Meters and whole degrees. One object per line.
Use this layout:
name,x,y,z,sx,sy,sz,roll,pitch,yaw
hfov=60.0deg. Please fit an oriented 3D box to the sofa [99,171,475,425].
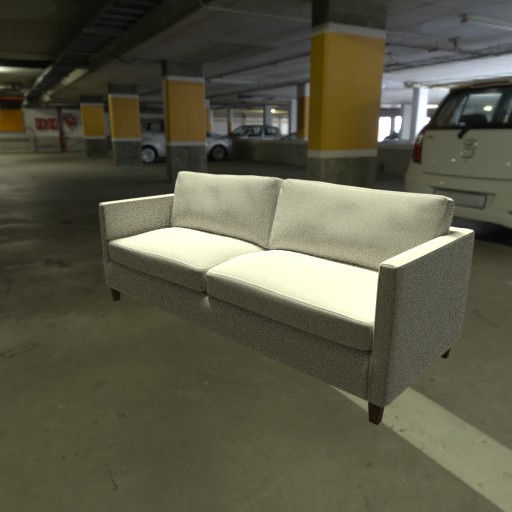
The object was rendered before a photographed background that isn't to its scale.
sofa,0.000,0.000,2.874,2.361,0.962,0.951,14,21,41
